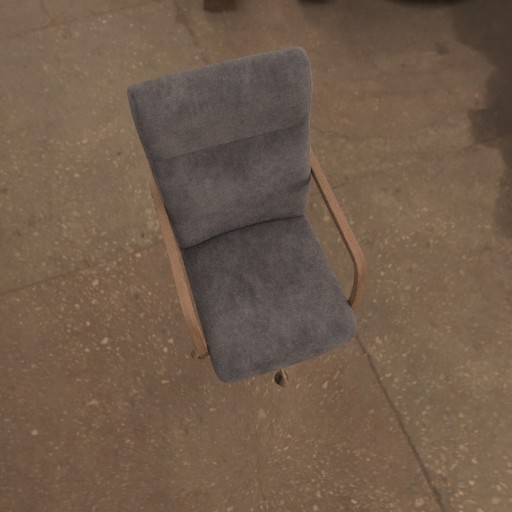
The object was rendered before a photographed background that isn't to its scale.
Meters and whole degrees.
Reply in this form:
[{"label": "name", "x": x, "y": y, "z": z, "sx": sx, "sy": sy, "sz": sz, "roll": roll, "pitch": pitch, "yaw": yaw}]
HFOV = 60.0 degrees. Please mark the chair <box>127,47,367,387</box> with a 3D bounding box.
[{"label": "chair", "x": 0.000, "y": 0.000, "z": 1.482, "sx": 0.640, "sy": 1.029, "sz": 0.741, "roll": -16, "pitch": 65, "yaw": -8}]
